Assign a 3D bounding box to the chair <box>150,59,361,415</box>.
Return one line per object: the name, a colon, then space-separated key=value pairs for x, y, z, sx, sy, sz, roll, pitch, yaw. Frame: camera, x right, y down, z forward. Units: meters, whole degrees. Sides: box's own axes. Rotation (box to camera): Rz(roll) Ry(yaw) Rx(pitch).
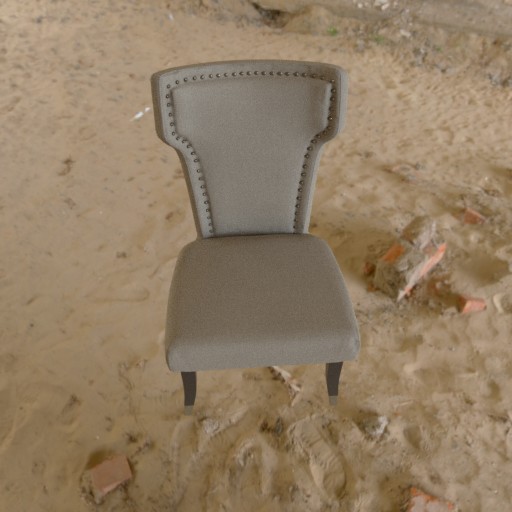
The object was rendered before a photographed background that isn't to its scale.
chair: x=0.000 y=0.000 z=1.331 sx=0.526 sy=0.955 sz=0.630 roll=-3 pitch=46 yaw=-3
